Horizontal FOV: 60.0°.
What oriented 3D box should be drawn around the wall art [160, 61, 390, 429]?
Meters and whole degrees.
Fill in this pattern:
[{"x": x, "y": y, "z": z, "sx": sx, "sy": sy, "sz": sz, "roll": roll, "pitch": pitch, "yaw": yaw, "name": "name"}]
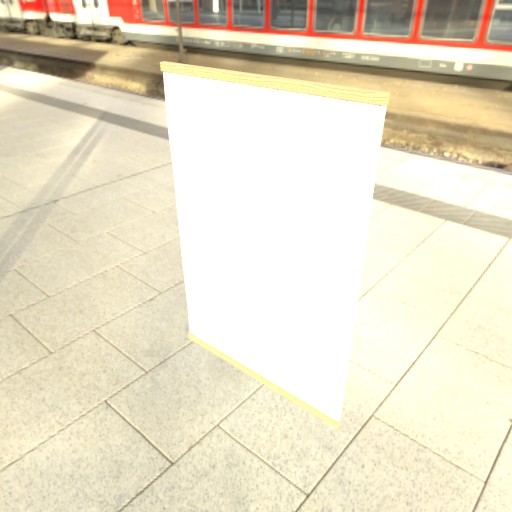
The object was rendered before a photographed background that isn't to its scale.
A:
[{"x": 0.000, "y": 0.000, "z": 1.984, "sx": 1.011, "sy": 1.521, "sz": 0.025, "roll": 23, "pitch": 38, "yaw": 32, "name": "wall art"}]
